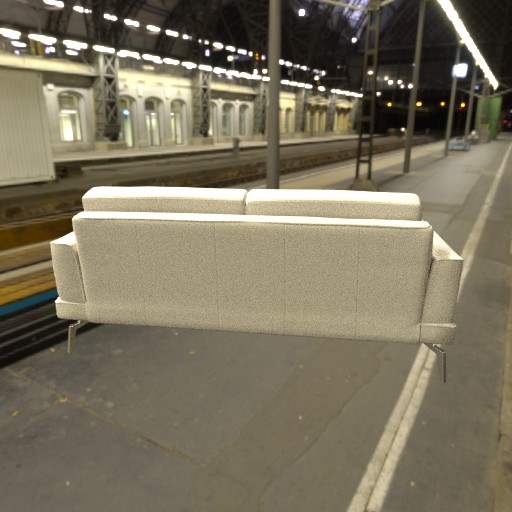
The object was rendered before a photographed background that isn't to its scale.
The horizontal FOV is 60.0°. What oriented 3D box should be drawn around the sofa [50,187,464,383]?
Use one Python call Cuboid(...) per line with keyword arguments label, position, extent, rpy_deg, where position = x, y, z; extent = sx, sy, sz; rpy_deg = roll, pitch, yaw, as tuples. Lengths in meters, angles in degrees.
Cuboid(label="sofa", position=(0.000, 0.000, 2.762), extent=(2.177, 0.930, 1.121), rpy_deg=(2, 17, 8))
